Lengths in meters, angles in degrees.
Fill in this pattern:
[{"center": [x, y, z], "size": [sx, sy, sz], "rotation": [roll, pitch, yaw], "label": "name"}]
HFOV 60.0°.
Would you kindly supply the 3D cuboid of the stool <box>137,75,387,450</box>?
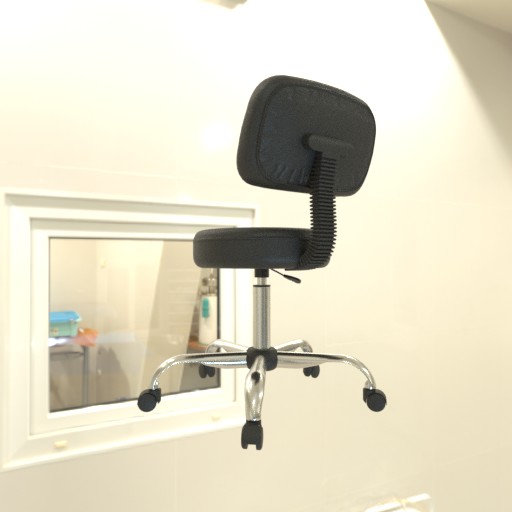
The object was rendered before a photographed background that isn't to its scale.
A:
[{"center": [0.000, 0.000, 1.343], "size": [0.673, 0.862, 0.648], "rotation": [0, -1, -36], "label": "stool"}]
